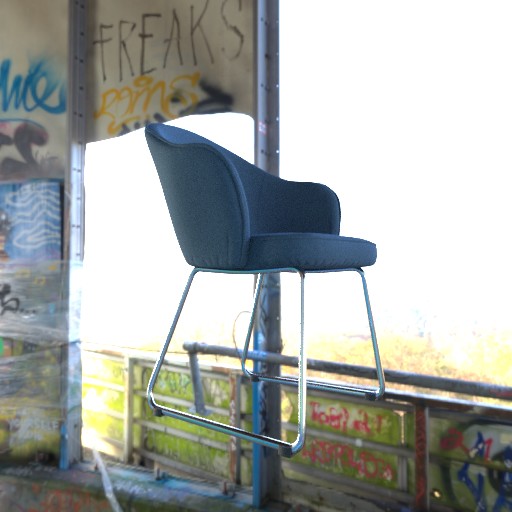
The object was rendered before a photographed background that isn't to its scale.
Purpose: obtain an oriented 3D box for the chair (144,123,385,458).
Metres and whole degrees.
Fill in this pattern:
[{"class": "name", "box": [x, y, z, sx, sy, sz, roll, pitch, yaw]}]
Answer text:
[{"class": "chair", "box": [0.000, 0.000, 1.226, 0.585, 0.815, 0.570, -1, -2, 35]}]
